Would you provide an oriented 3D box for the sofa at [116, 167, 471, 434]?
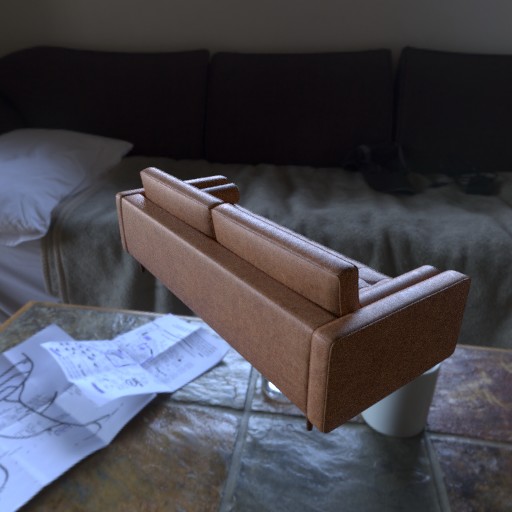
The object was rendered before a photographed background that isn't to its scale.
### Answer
[{"bbox_3d":[0.000,0.000,2.665,0.919,0.770,2.200,-17,30,-32],"label":"sofa"}]
